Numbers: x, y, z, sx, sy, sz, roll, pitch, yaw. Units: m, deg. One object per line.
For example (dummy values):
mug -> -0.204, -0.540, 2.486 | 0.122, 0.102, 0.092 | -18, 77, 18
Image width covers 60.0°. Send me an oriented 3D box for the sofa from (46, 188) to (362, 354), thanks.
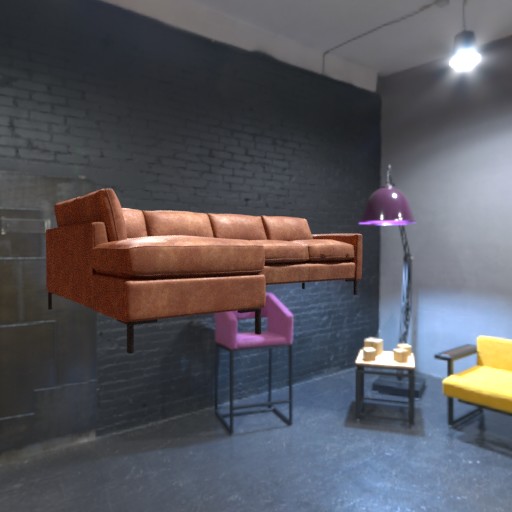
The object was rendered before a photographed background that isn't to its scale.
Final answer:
sofa -> 0.000, 0.000, 3.770 | 2.984, 0.877, 1.938 | -1, 2, -37
